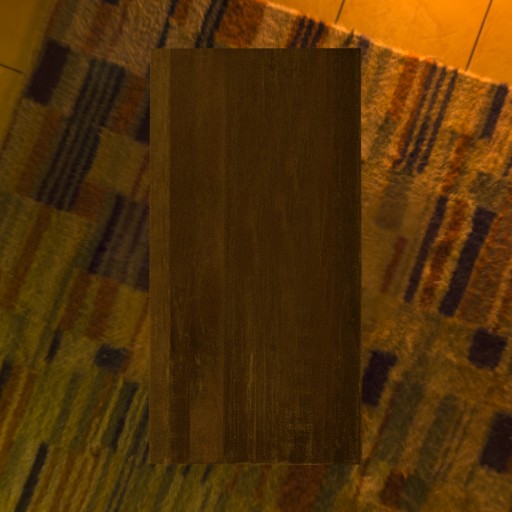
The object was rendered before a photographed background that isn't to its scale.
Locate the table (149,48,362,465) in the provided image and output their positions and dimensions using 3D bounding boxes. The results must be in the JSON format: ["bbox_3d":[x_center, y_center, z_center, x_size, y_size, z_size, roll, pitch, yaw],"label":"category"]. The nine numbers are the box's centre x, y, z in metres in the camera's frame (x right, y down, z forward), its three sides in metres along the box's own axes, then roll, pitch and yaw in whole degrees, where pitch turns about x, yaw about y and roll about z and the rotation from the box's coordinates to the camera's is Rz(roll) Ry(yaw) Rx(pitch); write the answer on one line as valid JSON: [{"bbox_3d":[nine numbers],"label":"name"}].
[{"bbox_3d":[0.000,0.000,1.345,0.554,0.373,1.088,0,89,0],"label":"table"}]
